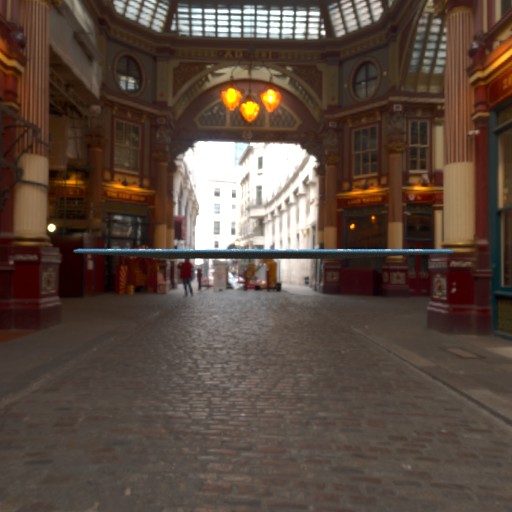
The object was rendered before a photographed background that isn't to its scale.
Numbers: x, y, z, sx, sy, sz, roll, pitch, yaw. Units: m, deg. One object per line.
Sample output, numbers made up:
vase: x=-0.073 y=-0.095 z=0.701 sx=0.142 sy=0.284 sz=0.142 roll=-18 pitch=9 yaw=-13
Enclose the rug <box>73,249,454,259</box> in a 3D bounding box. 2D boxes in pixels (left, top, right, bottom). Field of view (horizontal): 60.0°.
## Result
rug: x=0.000 y=0.000 z=2.319 sx=1.211 sy=0.012 sz=1.833 roll=0 pitch=-1 yaw=-2
